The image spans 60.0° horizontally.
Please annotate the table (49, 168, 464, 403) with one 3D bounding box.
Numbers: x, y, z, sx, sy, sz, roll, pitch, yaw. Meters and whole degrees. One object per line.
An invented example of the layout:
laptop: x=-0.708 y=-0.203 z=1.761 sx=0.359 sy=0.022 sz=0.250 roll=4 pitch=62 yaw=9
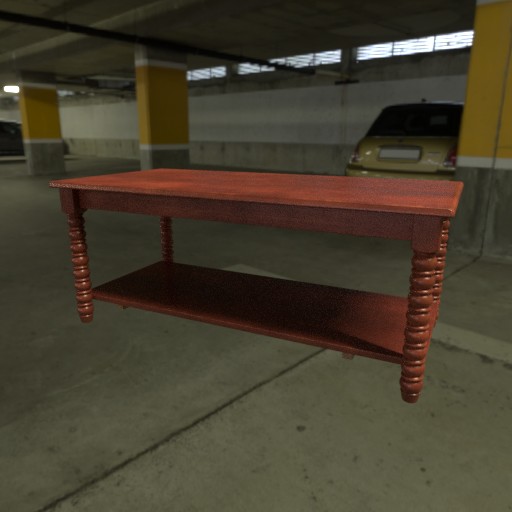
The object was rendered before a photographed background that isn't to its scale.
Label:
table: x=0.000 y=0.000 z=1.452 sx=1.171 sy=0.485 sz=0.580 roll=7 pitch=17 yaw=25
